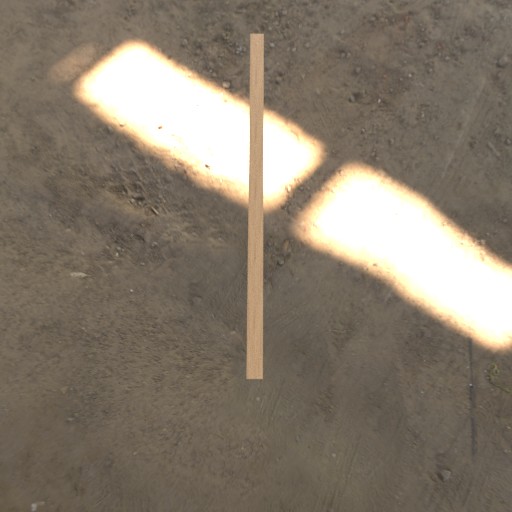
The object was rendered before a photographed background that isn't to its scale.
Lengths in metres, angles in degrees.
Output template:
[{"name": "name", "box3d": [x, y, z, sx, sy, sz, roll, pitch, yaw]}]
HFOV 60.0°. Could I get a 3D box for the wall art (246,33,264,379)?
[{"name": "wall art", "box3d": [0.000, 0.000, 1.307, 0.027, 1.020, 0.669, 0, 76, 0]}]
